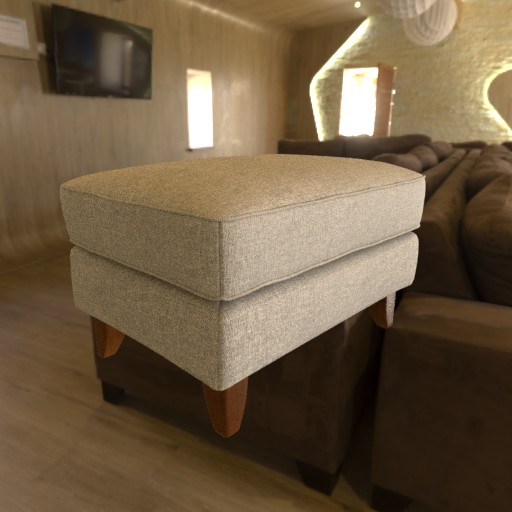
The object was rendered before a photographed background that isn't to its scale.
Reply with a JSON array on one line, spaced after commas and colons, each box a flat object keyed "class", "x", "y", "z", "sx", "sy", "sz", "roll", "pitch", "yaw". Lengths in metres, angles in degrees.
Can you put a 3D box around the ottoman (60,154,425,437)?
[{"class": "ottoman", "x": 0.000, "y": 0.000, "z": 1.312, "sx": 0.661, "sy": 0.561, "sz": 0.889, "roll": 15, "pitch": 23, "yaw": 41}]
